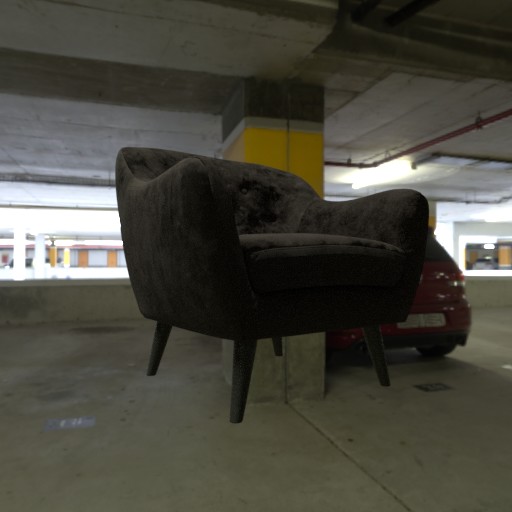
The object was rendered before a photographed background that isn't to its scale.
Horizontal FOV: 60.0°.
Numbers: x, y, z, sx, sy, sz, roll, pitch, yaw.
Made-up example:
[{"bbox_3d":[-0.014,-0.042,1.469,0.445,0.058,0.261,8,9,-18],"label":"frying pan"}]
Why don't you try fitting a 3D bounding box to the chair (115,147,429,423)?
[{"bbox_3d":[0.000,0.000,1.484,0.840,0.807,0.819,1,-1,-35],"label":"chair"}]
